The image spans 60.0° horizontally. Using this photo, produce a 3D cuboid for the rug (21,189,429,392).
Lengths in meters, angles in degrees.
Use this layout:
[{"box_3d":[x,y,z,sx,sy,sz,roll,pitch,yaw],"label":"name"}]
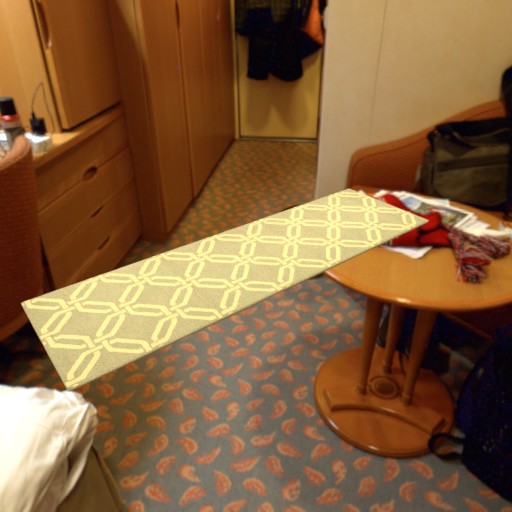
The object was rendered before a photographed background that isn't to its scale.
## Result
[{"box_3d":[0.000,0.000,2.453,2.276,0.014,0.678,-22,37,-32],"label":"rug"}]
